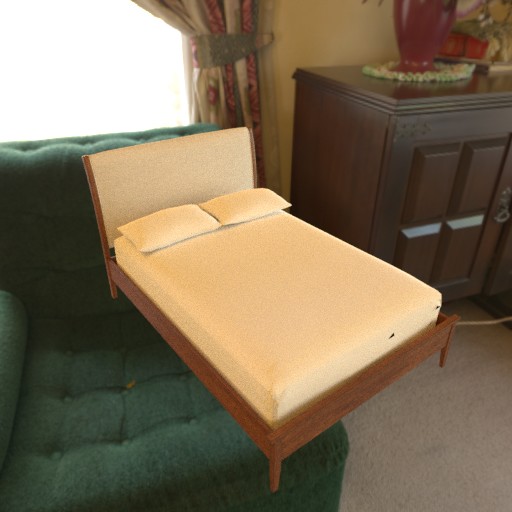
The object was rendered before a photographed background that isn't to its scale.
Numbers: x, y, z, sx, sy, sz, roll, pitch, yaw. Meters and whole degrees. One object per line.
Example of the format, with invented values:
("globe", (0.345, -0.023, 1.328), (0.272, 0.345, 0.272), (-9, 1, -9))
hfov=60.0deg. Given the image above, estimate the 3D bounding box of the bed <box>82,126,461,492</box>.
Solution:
("bed", (0.000, 0.000, 3.250), (1.612, 1.250, 2.380), (-20, 35, -32))
